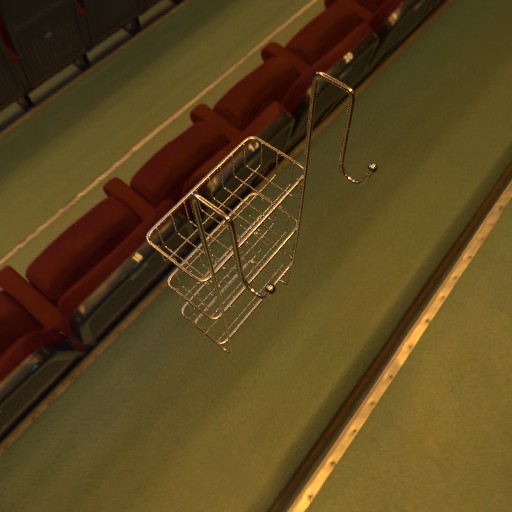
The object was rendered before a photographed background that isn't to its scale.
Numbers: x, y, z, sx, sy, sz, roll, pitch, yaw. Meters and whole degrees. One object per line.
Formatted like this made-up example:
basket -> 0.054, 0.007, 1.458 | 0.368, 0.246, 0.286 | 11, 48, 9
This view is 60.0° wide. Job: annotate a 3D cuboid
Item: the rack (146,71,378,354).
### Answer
rack -> 0.000, 0.000, 0.683 | 0.202, 0.574, 0.228 | 36, 69, 16
